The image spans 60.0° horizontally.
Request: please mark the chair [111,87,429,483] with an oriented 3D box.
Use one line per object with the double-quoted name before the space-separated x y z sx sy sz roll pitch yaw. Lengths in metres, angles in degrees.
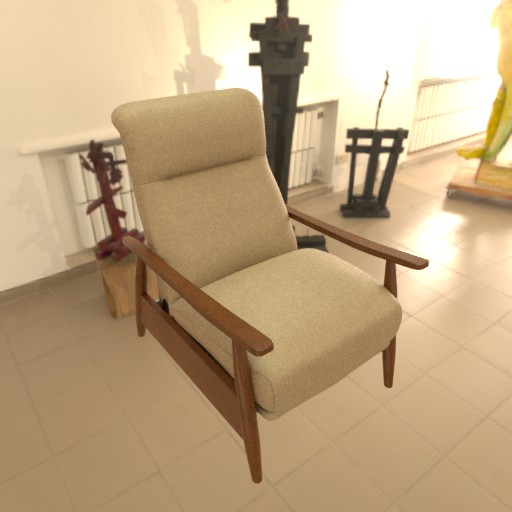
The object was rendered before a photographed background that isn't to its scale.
"chair" 0.000 0.000 1.749 0.762 1.082 1.030 -21 37 -31
